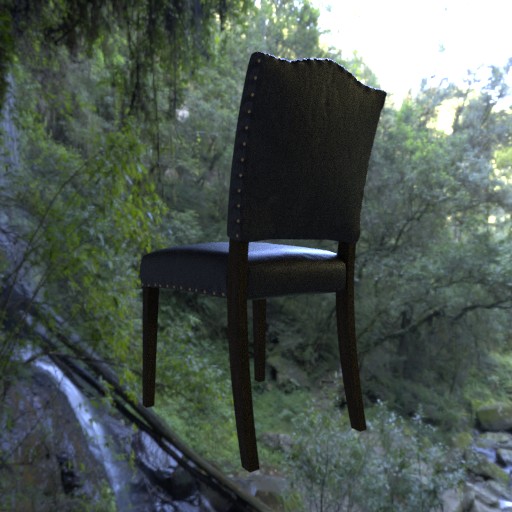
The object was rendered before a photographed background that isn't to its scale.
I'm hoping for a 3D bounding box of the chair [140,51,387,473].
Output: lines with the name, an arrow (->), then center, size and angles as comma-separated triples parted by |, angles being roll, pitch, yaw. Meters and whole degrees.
chair -> 0.000, 0.000, 1.346 | 0.500, 0.991, 0.633 | -1, 2, -36
